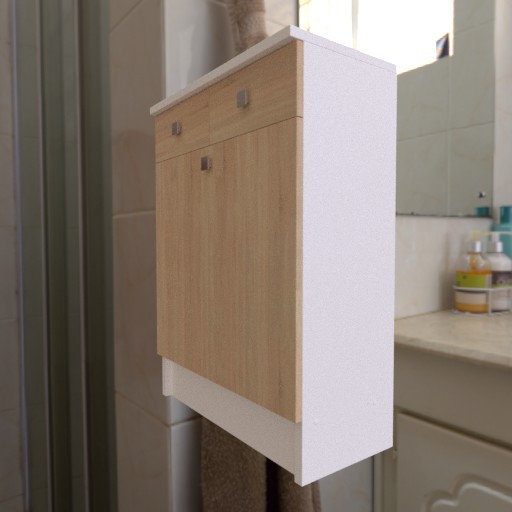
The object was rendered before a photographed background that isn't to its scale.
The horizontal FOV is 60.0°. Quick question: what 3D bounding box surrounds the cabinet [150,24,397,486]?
[{"bbox_3d":[0.000,0.000,1.098,0.296,0.815,0.600,-2,3,-36],"label":"cabinet"}]
